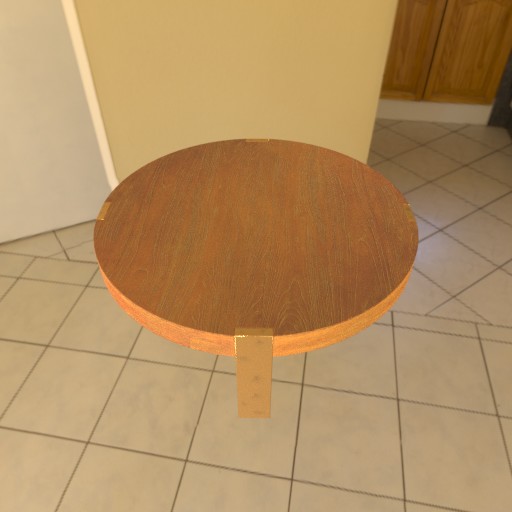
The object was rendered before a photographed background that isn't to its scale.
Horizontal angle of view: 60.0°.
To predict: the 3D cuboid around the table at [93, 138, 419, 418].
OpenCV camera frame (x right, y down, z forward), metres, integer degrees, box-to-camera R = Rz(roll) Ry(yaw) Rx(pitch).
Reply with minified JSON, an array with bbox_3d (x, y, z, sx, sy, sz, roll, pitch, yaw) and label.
[{"bbox_3d":[0.000,0.000,1.699,1.100,0.420,1.100,0,42,0],"label":"table"}]
